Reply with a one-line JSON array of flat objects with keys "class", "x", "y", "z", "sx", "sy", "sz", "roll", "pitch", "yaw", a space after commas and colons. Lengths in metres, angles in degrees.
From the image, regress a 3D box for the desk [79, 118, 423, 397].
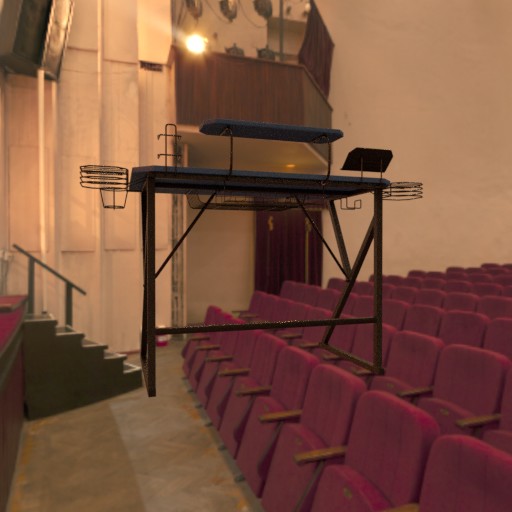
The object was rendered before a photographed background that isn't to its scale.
[{"class": "desk", "x": 0.000, "y": 0.000, "z": 1.787, "sx": 1.295, "sy": 0.909, "sz": 0.594, "roll": 0, "pitch": 1, "yaw": -17}]
